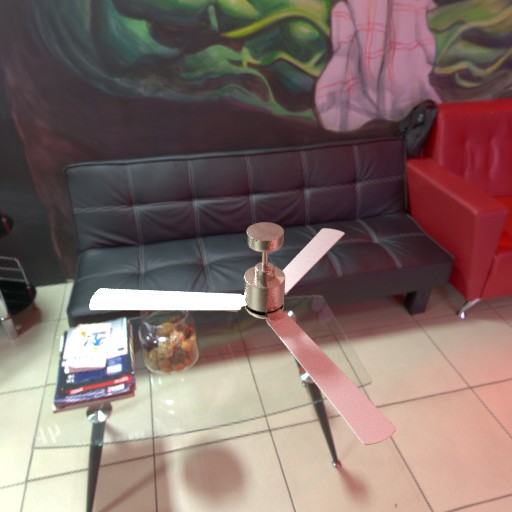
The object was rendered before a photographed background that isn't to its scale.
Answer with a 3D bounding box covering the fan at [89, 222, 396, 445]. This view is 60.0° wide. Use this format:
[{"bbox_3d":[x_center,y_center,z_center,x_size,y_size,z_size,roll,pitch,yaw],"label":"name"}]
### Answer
[{"bbox_3d":[0.000,0.000,2.280,1.561,0.446,1.531,11,34,16],"label":"fan"}]
